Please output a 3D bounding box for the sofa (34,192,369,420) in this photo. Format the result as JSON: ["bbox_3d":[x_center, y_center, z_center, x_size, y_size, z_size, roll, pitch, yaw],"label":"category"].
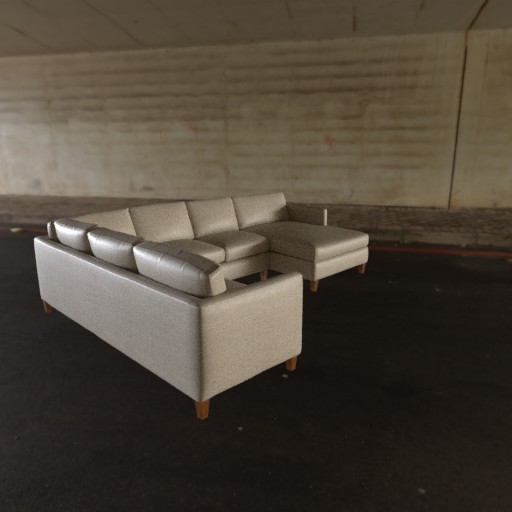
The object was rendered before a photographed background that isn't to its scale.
[{"bbox_3d":[0.000,0.000,4.556,2.594,0.961,3.460,14,20,43],"label":"sofa"}]
